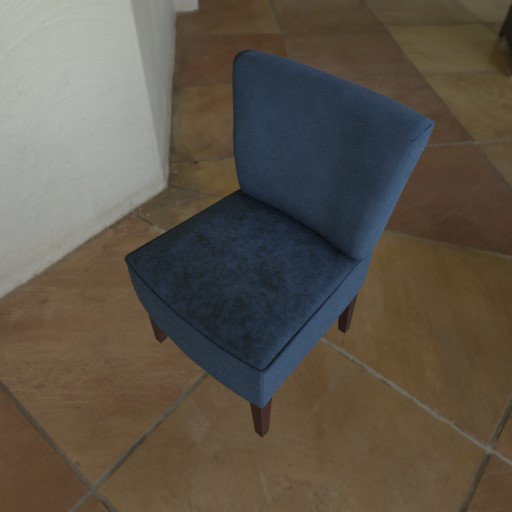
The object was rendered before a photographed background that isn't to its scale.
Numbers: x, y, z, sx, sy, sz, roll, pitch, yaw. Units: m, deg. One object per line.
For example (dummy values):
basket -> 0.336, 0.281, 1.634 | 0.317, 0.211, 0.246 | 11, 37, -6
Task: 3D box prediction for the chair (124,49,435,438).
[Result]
chair -> 0.000, 0.000, 1.176 | 0.521, 0.806, 0.551 | 34, 56, 27
